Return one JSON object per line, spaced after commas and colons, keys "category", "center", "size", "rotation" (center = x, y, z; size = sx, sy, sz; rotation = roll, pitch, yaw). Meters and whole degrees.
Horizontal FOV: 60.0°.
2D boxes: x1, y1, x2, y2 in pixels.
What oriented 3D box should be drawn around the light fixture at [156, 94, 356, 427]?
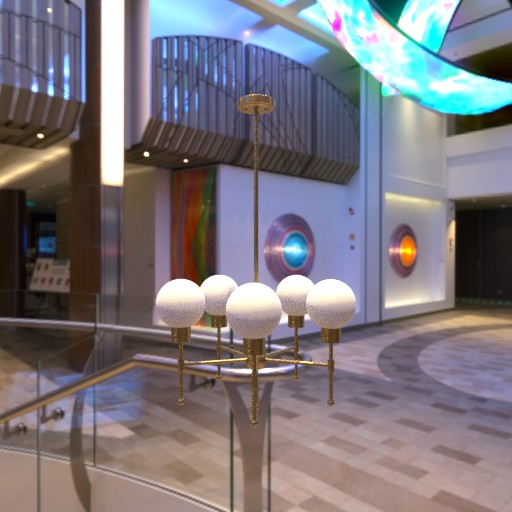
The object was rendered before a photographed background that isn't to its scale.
{"category": "light fixture", "center": [0.000, 0.000, 1.879], "size": [0.815, 1.331, 0.785], "rotation": [0, 0, 2]}
